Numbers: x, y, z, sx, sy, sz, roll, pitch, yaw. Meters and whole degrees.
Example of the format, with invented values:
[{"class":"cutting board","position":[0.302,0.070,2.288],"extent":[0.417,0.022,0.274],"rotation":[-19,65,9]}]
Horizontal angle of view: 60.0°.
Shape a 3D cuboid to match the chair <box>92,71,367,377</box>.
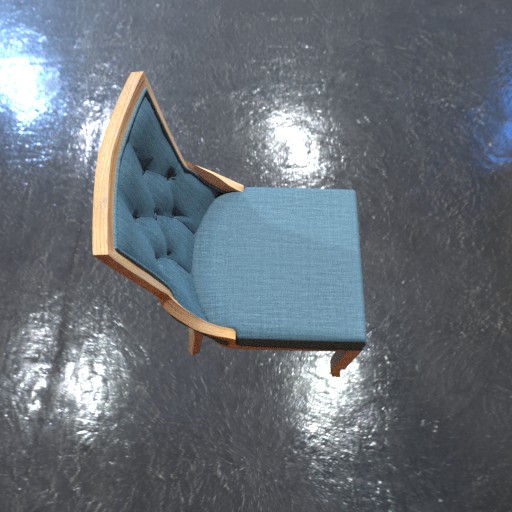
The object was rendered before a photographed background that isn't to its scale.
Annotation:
[{"class":"chair","position":[0.000,0.000,1.321],"extent":[0.641,0.947,0.524],"rotation":[2,65,1]}]
